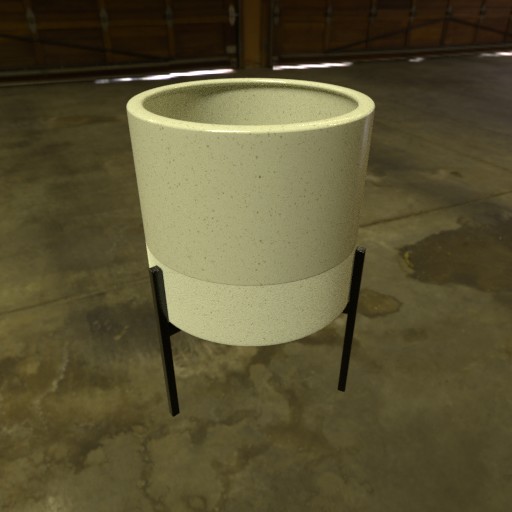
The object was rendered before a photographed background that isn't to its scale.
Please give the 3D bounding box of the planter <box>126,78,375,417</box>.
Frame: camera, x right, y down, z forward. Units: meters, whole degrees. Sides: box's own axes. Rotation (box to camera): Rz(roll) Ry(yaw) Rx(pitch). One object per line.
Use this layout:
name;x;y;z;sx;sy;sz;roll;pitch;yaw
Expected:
planter;0.000;0.000;0.336;0.159;0.230;0.152;10;32;17
